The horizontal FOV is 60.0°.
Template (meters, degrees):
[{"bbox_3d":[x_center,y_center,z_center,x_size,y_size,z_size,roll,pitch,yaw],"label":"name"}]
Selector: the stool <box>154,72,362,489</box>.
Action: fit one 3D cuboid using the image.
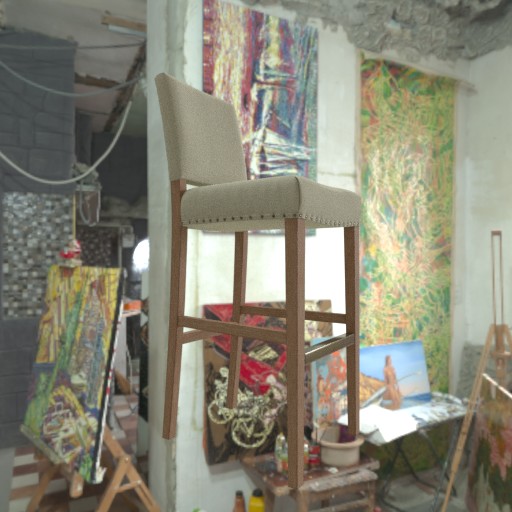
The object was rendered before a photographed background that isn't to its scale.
[{"bbox_3d":[0.000,0.000,1.403,0.546,1.143,0.428,0,1,34],"label":"stool"}]
